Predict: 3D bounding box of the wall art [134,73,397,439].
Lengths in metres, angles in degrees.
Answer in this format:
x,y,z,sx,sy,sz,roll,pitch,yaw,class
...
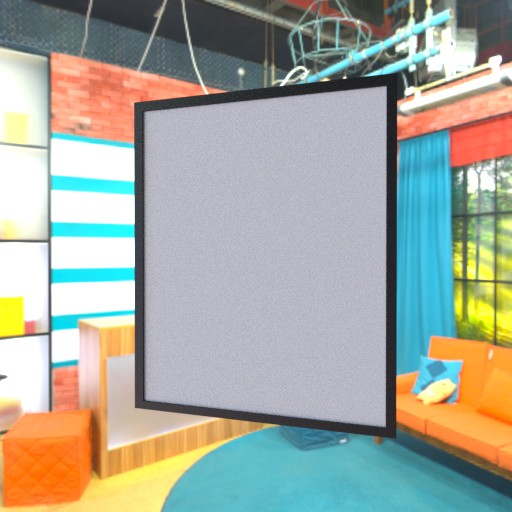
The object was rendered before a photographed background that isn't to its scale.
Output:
x,y,z,sx,sy,sz,roll,pitch,yaw,class
0.000,0.000,0.536,0.325,0.397,0.018,0,1,17,wall art
